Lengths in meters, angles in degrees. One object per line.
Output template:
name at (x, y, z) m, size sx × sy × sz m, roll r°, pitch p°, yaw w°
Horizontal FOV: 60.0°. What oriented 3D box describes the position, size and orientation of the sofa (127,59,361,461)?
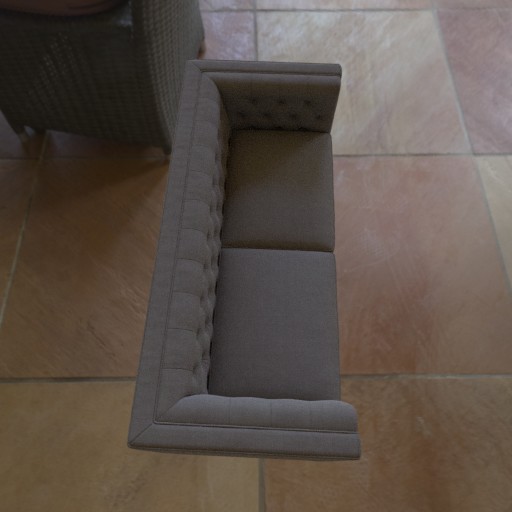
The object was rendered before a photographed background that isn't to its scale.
sofa at (0.000, 0.000, 2.151) m, size 0.775 × 0.762 × 1.778 m, roll 2°, pitch 65°, yaw 1°
